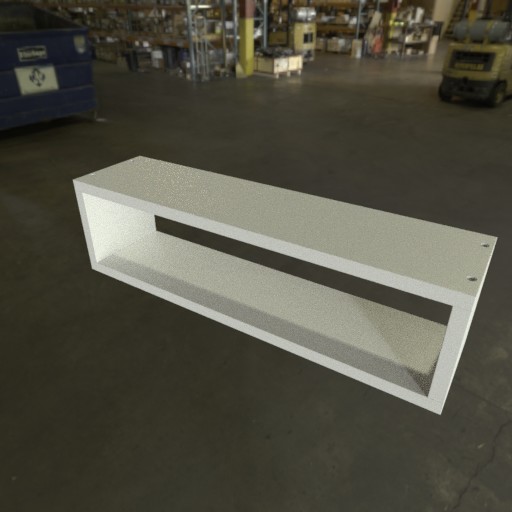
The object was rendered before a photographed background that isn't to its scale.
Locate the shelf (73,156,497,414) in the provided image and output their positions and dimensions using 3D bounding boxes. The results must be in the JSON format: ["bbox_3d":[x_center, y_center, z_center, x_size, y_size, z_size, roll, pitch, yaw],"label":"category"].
[{"bbox_3d":[0.000,0.000,0.675,0.610,0.170,0.150,18,35,28],"label":"shelf"}]
